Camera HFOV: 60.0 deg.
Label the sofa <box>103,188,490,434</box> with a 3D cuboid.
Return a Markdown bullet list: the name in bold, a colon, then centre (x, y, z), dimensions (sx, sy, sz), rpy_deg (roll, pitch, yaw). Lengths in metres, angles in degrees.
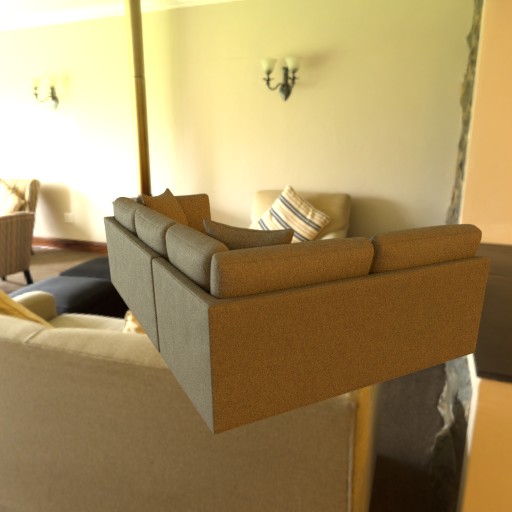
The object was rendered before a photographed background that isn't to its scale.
- **sofa**: centre (0.000, 0.000, 3.742), dimensions (1.994, 0.978, 2.896), rpy_deg (-7, 16, -26)
